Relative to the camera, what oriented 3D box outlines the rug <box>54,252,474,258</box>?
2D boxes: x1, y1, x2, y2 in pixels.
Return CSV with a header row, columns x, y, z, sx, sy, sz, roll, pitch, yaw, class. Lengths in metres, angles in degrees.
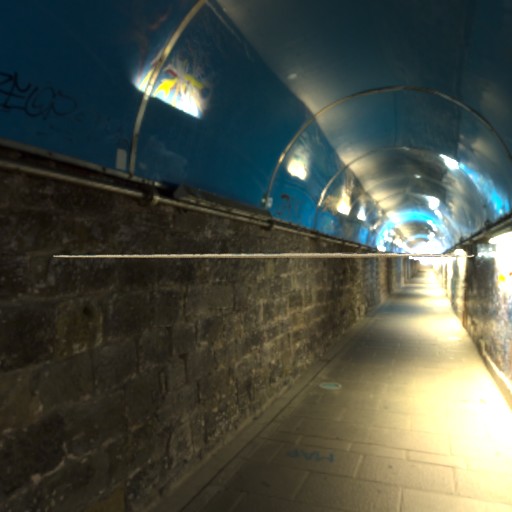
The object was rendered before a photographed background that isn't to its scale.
x,y,z,sx,sy,sz,roll,pitch,yaw,class
0.000,0.000,2.103,1.698,0.013,1.072,0,-1,37,rug
